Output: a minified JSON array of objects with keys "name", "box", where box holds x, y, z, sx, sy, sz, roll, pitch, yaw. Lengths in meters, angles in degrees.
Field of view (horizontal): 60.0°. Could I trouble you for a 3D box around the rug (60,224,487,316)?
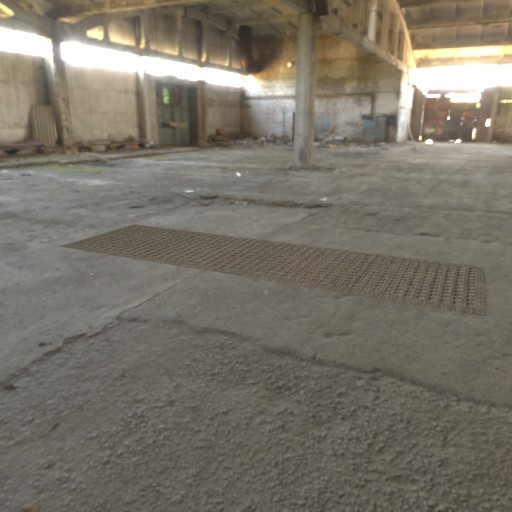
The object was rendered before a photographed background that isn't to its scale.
[{"name":"rug","box":[0.000,0.000,2.624,2.443,0.009,0.706,8,19,25]}]
